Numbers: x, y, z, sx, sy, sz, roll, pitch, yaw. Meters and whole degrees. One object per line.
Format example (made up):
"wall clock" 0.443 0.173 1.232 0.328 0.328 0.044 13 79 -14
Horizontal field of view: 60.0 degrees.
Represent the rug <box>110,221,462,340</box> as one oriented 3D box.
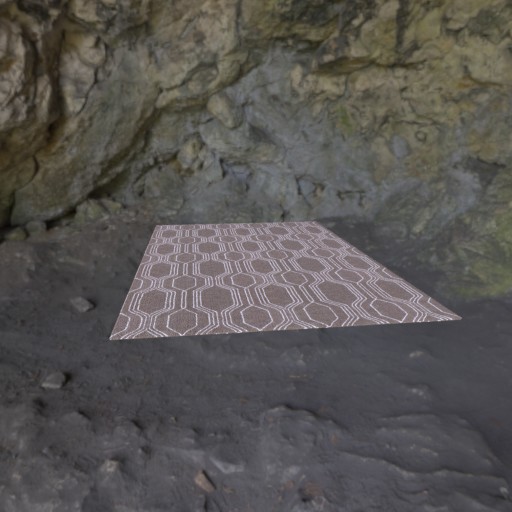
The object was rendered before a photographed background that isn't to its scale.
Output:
"rug" 0.000 0.000 3.071 1.541 0.012 2.457 -2 15 -8
